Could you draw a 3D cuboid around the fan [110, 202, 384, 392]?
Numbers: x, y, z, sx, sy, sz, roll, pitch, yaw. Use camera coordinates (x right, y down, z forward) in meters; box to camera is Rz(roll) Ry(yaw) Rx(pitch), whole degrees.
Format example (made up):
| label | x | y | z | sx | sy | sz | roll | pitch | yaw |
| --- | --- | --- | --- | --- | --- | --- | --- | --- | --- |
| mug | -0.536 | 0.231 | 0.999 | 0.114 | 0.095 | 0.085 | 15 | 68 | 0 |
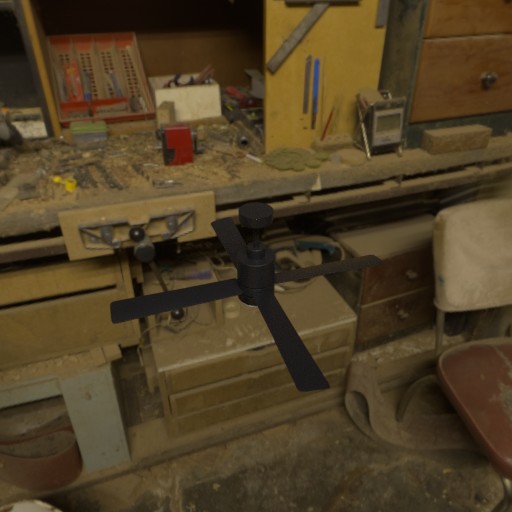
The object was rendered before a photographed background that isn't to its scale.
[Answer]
| label | x | y | z | sx | sy | sz | roll | pitch | yaw |
| --- | --- | --- | --- | --- | --- | --- | --- | --- | --- |
| fan | 0.000 | 0.000 | 2.308 | 1.525 | 0.534 | 1.525 | -10 | 35 | -15 |
